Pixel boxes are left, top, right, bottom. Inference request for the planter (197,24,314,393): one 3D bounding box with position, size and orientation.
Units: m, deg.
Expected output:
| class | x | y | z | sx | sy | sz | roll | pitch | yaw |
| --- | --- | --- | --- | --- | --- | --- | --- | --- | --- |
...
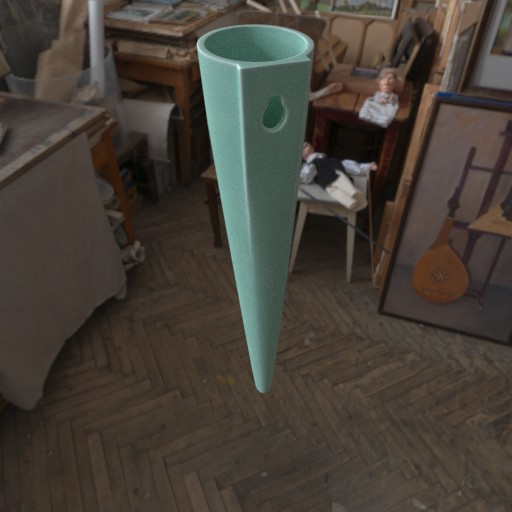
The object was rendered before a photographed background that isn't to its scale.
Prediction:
| class | x | y | z | sx | sy | sz | roll | pitch | yaw |
| --- | --- | --- | --- | --- | --- | --- | --- | --- | --- |
| planter | 0.000 | 0.000 | 0.294 | 0.054 | 0.268 | 0.055 | -13 | 44 | -13 |
